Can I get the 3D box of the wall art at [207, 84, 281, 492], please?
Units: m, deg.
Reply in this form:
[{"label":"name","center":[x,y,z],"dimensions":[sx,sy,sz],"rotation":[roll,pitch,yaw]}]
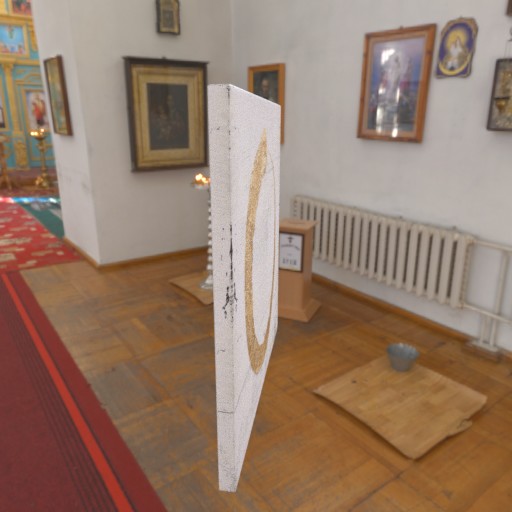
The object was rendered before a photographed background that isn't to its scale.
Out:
[{"label":"wall art","center":[0.000,0.000,1.135],"dimensions":[0.038,0.762,0.762],"rotation":[3,16,9]}]
